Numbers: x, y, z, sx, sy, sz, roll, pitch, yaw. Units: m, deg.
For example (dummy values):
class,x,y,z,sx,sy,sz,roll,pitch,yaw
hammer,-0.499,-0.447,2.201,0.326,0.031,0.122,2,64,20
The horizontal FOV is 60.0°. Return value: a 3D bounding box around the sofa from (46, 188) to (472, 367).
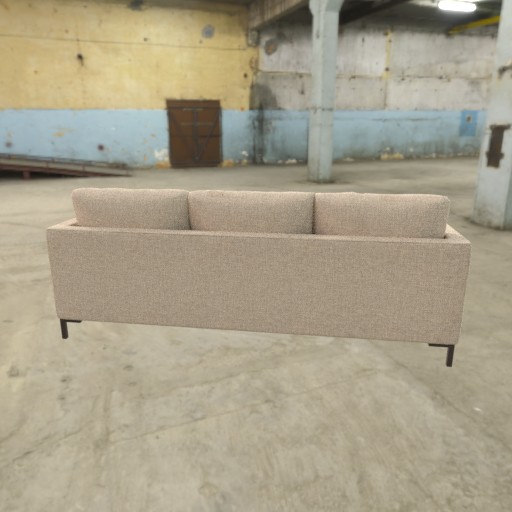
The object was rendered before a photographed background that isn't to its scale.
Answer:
class,x,y,z,sx,sy,sz,roll,pitch,yaw
sofa,0.000,0.000,2.719,2.218,0.874,0.859,2,16,8
